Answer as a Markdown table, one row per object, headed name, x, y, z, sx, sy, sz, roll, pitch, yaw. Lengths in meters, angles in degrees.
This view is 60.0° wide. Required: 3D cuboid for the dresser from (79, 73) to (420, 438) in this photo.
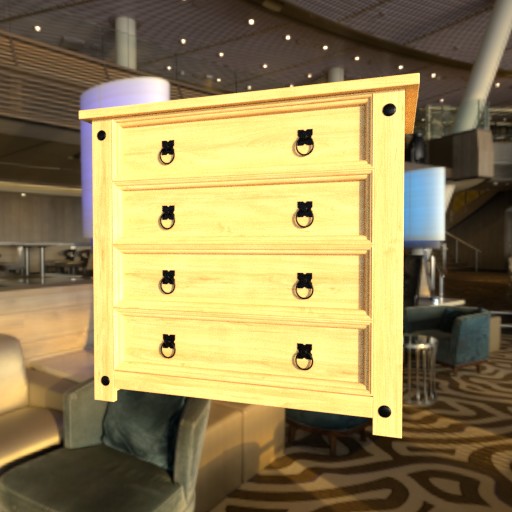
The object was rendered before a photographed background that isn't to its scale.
| name | x | y | z | sx | sy | sz | roll | pitch | yaw |
| --- | --- | --- | --- | --- | --- | --- | --- | --- | --- |
| dresser | 0.000 | 0.000 | 1.189 | 0.800 | 0.730 | 0.410 | 0 | 2 | 18 |
